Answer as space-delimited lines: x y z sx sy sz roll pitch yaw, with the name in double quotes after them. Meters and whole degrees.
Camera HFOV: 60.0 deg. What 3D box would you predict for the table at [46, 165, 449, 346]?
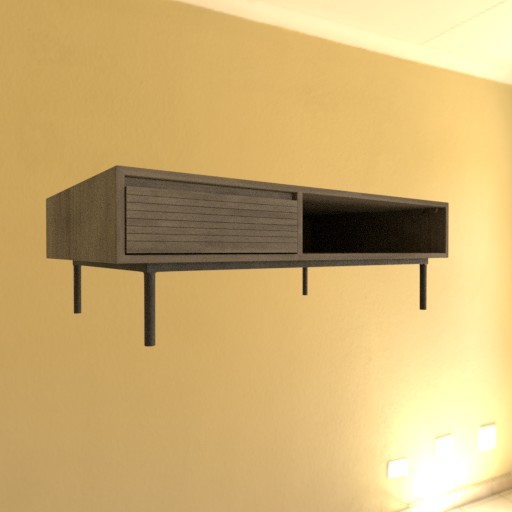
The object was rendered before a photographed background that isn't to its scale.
0.000 0.000 1.386 1.088 0.347 0.643 -1 1 -36 "table"
